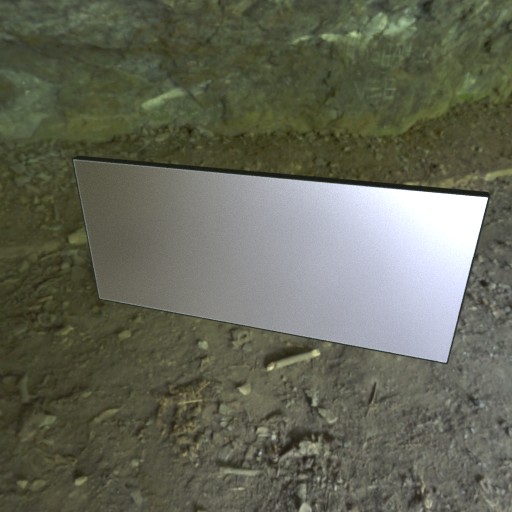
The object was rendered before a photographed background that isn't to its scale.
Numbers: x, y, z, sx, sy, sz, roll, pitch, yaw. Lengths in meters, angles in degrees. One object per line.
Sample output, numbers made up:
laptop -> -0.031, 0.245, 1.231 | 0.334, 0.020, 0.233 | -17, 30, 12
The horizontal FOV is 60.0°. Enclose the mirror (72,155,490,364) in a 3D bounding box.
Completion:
mirror -> 0.000, 0.000, 1.801 | 1.584, 0.692, 0.047 | 8, 28, 15
